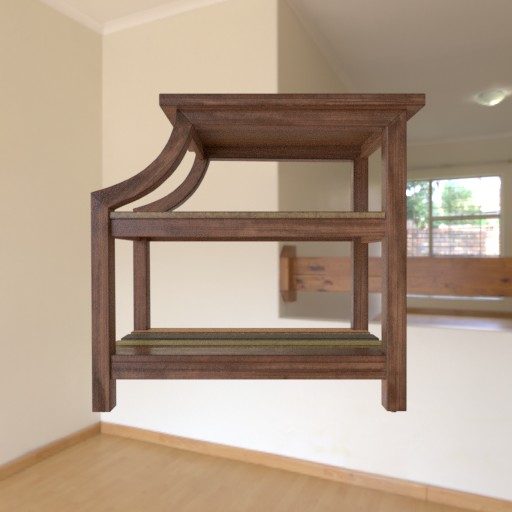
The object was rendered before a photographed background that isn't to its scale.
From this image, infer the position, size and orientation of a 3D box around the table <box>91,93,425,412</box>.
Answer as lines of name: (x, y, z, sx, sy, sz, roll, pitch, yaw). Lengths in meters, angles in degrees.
table: (0.000, 0.000, 0.973, 0.609, 0.584, 0.356, 0, 0, 0)
